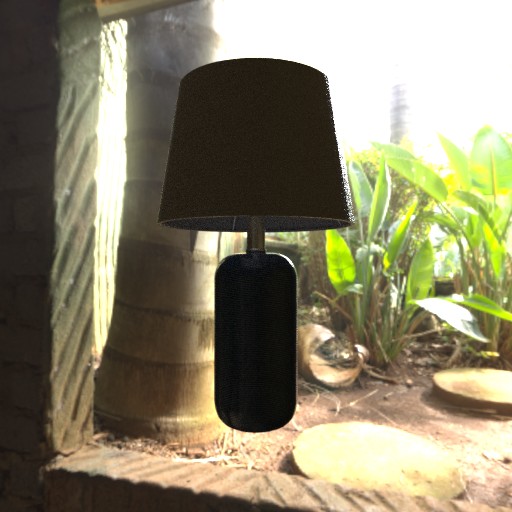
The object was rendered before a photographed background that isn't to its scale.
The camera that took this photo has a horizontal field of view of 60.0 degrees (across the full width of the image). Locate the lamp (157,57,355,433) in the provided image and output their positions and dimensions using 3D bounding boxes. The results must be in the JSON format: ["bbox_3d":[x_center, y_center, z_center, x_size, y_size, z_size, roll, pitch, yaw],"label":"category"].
[{"bbox_3d":[0.000,0.000,0.577,0.253,0.428,0.253,0,-1,0],"label":"lamp"}]
